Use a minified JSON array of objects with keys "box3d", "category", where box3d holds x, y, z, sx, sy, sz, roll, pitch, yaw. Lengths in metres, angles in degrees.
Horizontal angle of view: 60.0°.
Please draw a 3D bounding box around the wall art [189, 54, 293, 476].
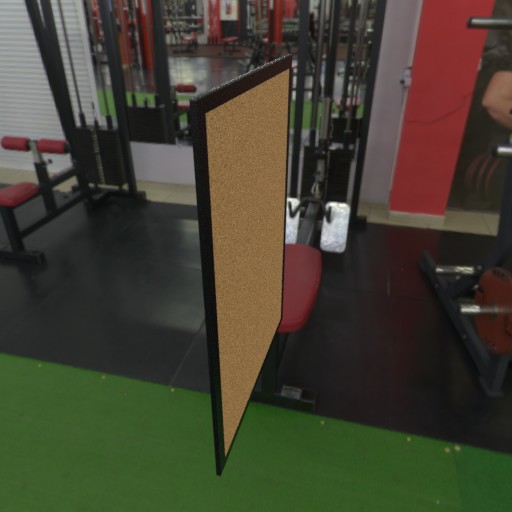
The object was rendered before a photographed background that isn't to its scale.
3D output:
[{"box3d":[0.000,0.000,1.239,0.013,0.967,0.707,8,31,14],"category":"wall art"}]
